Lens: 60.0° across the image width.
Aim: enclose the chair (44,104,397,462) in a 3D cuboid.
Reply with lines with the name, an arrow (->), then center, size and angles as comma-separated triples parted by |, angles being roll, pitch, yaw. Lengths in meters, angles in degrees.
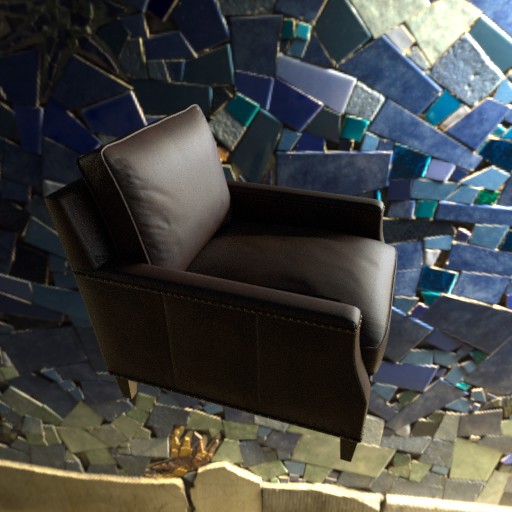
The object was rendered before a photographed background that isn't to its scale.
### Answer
chair -> 0.000, 0.000, 1.646 | 1.014, 0.929, 0.853 | 10, 32, 16
